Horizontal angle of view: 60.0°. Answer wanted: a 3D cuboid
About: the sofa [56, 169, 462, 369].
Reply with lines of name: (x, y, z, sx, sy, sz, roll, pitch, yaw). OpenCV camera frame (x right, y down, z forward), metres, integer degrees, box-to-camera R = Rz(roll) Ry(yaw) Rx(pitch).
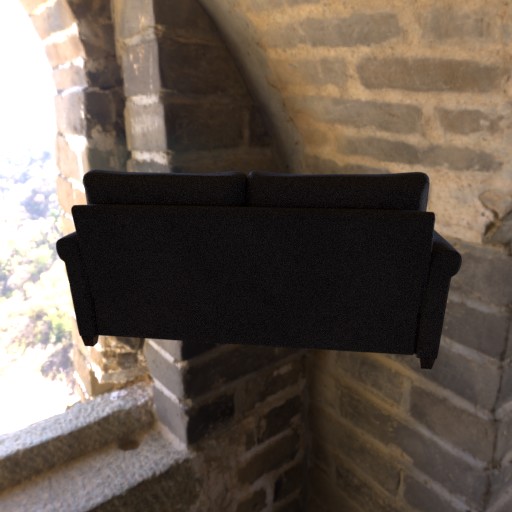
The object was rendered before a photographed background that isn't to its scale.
sofa: (0.000, 0.000, 2.421, 1.935, 0.942, 0.842, 2, 14, 8)
